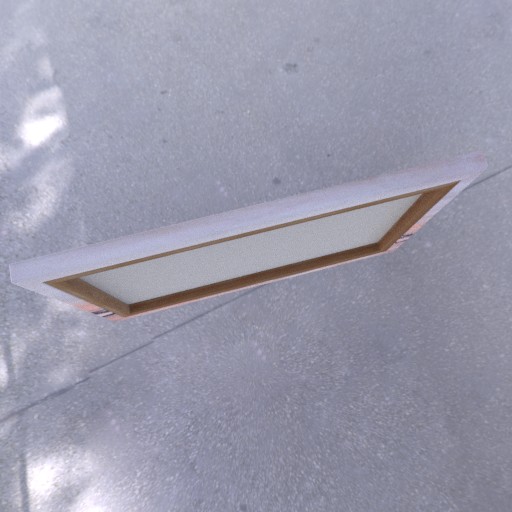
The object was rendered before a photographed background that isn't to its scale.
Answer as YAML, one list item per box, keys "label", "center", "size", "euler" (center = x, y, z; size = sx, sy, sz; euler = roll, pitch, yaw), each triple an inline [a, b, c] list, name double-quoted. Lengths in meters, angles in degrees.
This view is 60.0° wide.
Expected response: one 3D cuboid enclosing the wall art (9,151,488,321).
- label: "wall art"
  center: [0.000, 0.000, 1.118]
  size: [0.913, 0.609, 0.038]
  euler: [-14, 76, -4]
